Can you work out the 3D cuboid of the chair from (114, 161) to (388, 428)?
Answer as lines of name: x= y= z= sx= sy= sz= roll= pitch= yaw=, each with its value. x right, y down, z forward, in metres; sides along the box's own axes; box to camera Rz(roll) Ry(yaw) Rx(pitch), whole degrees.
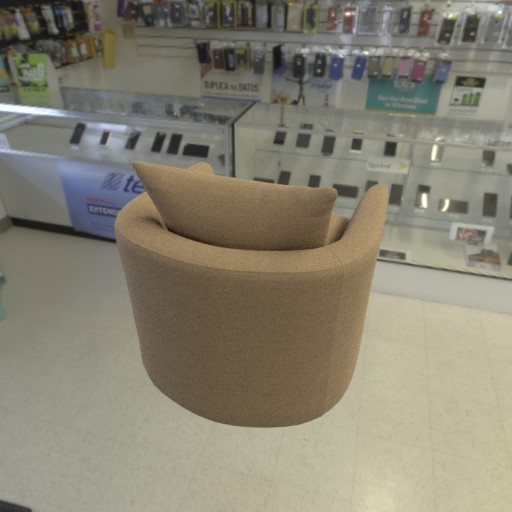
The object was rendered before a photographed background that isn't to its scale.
chair: x=0.000 y=0.000 z=1.610 sx=0.845 sy=0.848 sz=0.910 roll=10 pitch=35 yaw=15
